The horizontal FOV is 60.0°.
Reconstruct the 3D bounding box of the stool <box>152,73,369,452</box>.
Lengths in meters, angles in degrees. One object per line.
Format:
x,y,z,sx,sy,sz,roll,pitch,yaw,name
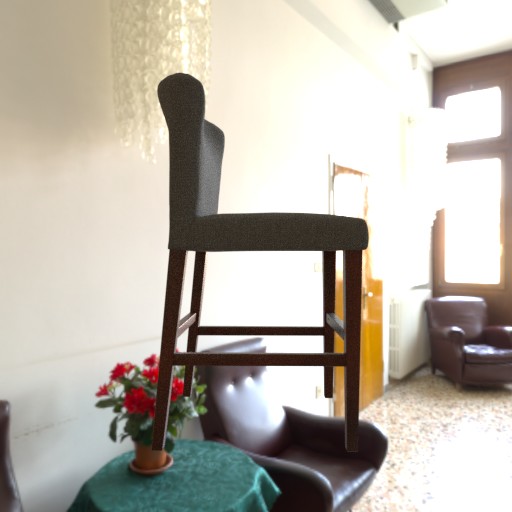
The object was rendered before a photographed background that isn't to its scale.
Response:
0.000,0.000,1.316,0.568,0.968,0.479,0,0,1,stool
